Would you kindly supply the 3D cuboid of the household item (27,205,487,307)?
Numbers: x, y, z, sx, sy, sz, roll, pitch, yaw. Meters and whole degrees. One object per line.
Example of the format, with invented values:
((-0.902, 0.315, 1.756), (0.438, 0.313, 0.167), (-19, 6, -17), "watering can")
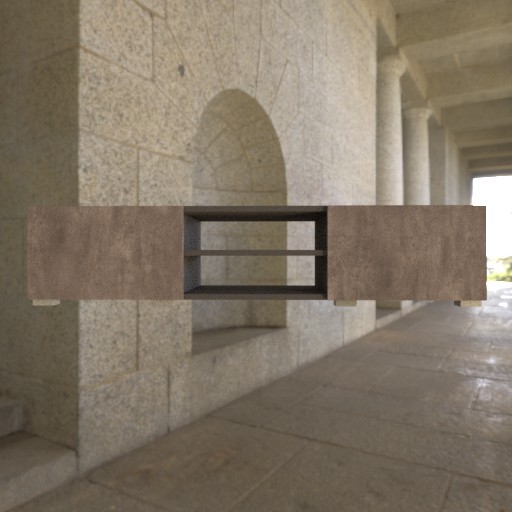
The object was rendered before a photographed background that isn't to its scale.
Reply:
((0.000, 0.000, 1.557), (1.400, 0.310, 0.420), (0, 0, 1), "household item")
